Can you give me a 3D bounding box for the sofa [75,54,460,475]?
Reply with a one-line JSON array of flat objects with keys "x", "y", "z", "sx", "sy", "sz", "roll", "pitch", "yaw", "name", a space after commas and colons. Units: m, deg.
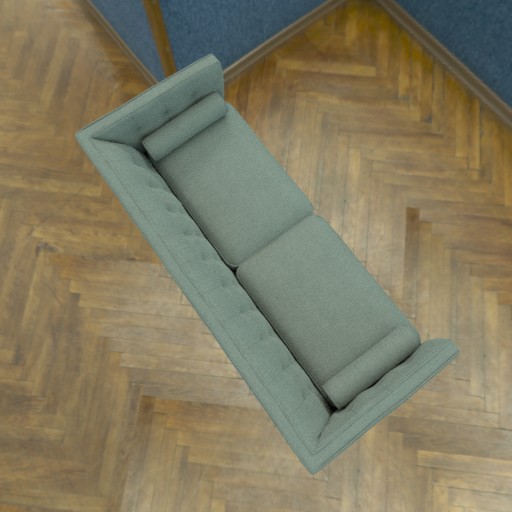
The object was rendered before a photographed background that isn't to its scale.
[{"x": 0.000, "y": 0.000, "z": 2.571, "sx": 0.912, "sy": 0.798, "sz": 2.079, "roll": -35, "pitch": 78, "yaw": -9, "name": "sofa"}]
